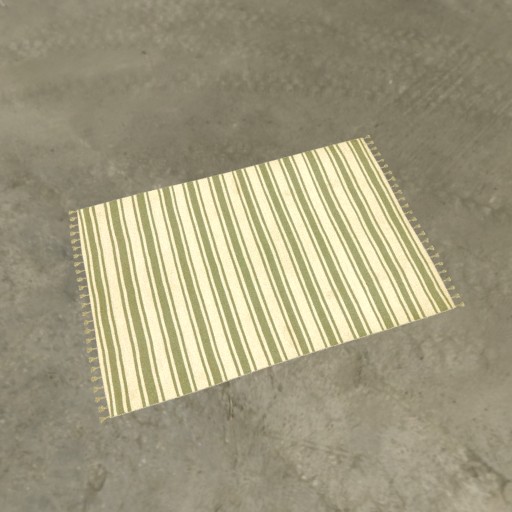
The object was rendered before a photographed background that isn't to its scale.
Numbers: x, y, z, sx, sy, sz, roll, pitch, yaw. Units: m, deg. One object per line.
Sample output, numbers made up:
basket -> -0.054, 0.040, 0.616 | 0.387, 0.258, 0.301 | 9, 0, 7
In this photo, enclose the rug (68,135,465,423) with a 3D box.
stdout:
rug -> 0.000, 0.000, 3.092 | 2.435, 0.018, 1.540 | -16, 64, -8
